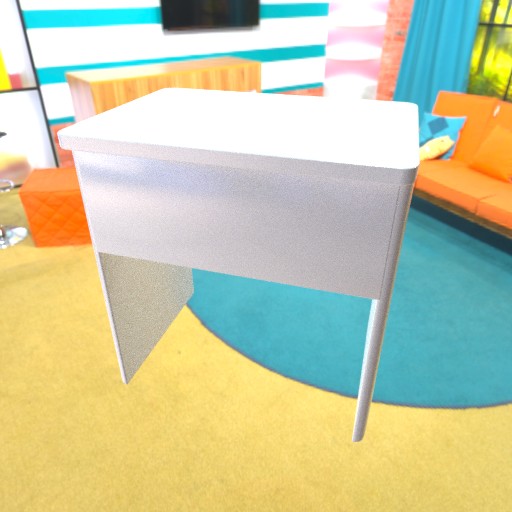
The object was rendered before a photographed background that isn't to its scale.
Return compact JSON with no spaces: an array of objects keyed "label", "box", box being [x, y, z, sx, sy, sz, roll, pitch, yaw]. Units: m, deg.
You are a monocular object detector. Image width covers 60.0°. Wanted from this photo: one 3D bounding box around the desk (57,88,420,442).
[{"label":"desk","box":[0.000,0.000,1.294,0.762,0.800,0.549,9,32,14]}]
